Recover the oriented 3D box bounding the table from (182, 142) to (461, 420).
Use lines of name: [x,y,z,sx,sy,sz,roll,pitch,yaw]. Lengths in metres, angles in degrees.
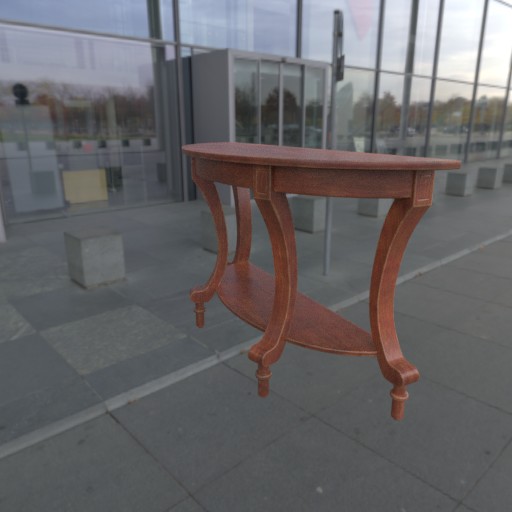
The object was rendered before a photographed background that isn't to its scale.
table: [0.000,0.000,1.494,0.394,0.699,1.198,-8,18,-26]
